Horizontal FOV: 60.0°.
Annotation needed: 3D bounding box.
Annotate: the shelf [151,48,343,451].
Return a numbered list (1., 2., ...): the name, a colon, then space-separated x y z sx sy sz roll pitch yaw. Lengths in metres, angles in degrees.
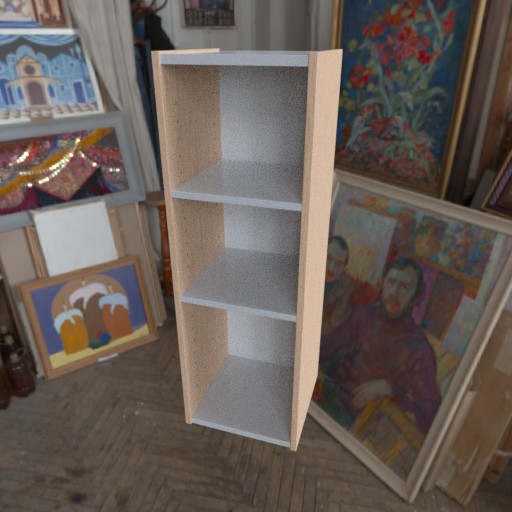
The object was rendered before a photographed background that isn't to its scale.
1. shelf: 0.000 0.000 1.068 0.300 0.900 0.290 8 27 16
